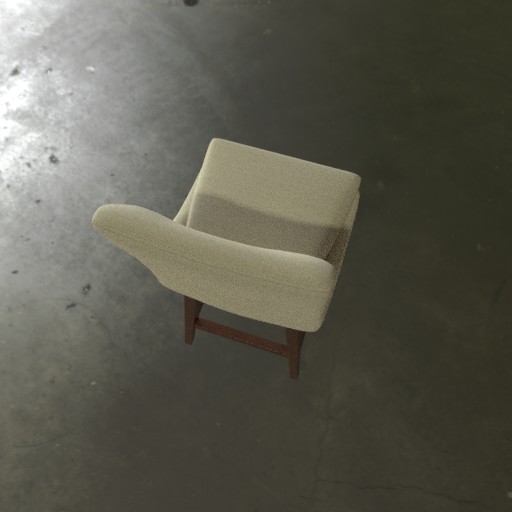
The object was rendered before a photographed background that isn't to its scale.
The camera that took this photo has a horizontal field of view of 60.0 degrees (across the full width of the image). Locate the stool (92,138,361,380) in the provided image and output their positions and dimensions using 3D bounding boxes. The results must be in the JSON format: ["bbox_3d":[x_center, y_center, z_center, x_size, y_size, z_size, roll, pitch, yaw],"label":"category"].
[{"bbox_3d":[0.000,0.000,1.284,0.483,0.991,0.559,16,64,8],"label":"stool"}]
